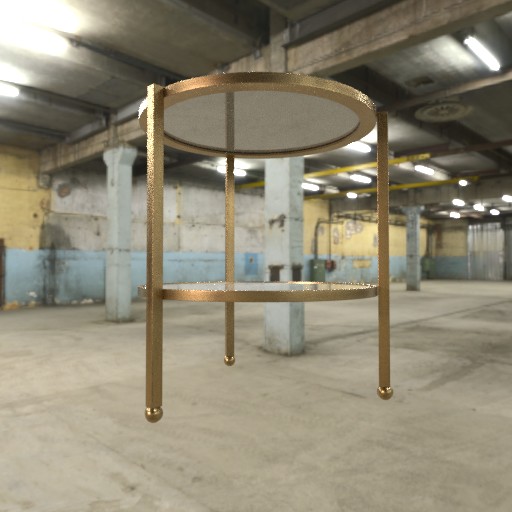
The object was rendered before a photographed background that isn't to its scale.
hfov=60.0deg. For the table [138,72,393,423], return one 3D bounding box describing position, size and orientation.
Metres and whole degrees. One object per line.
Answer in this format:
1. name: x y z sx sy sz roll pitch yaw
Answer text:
1. table: 0.000 0.000 0.449 0.231 0.269 0.243 0 -2 -17
